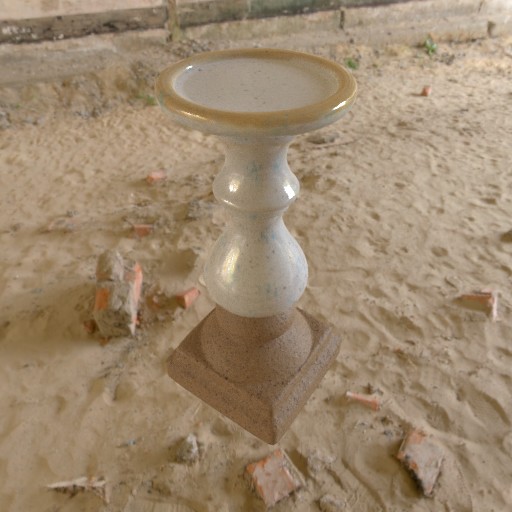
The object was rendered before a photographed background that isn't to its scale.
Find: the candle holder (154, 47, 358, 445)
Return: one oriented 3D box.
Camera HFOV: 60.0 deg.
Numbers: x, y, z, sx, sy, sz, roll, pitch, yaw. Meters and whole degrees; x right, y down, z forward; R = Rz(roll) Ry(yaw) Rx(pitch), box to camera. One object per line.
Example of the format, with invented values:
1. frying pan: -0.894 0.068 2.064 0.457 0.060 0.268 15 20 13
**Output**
1. candle holder: 0.000 0.000 0.301 0.110 0.239 0.110 25 47 26
